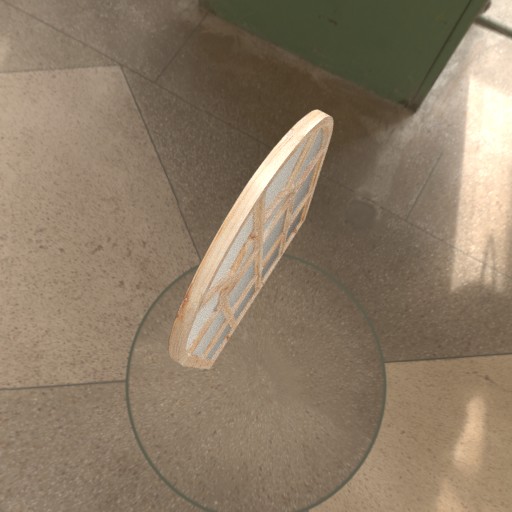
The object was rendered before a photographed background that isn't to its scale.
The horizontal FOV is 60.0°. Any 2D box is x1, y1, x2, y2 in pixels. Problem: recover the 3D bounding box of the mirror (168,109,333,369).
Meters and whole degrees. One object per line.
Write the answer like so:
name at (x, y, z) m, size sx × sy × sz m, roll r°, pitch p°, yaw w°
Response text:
mirror at (0.000, 0.000, 1.184) m, size 0.032 × 0.920 × 0.660 m, roll 31°, pitch 77°, yaw 8°
